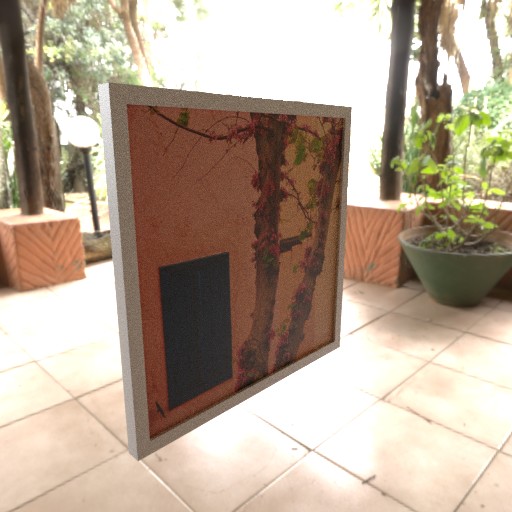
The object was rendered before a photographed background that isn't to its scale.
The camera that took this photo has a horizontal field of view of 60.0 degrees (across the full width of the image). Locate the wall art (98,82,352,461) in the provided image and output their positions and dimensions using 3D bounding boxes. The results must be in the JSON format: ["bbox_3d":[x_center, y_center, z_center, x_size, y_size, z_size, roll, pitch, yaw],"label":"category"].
[{"bbox_3d":[0.000,0.000,1.131,0.038,0.762,0.762,14,20,43],"label":"wall art"}]
